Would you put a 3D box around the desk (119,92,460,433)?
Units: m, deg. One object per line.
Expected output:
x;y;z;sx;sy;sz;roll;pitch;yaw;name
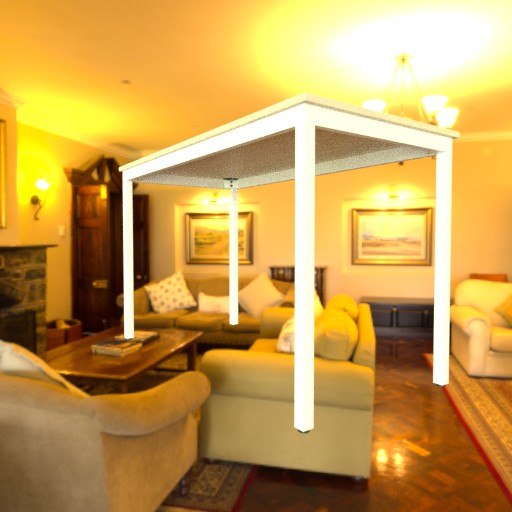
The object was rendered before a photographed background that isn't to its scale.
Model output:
0.000;0.000;1.616;0.600;0.750;1.200;-1;3;-35;desk
